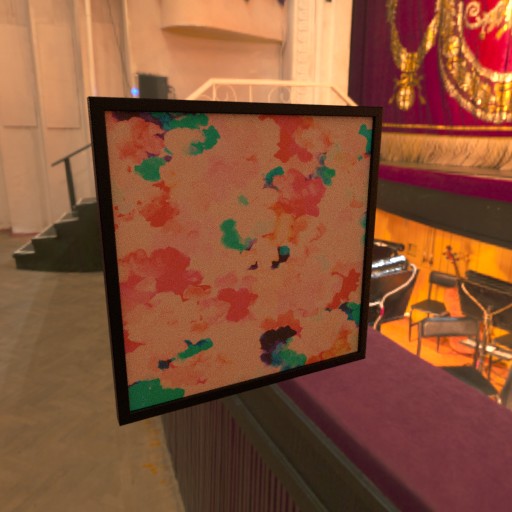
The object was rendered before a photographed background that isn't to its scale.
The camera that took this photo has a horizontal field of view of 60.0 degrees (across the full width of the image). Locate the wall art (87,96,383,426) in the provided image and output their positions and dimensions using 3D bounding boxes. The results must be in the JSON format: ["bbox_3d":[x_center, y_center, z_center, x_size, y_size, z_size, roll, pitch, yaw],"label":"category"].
[{"bbox_3d":[0.000,0.000,1.153,0.756,0.755,0.036,-7,17,-26],"label":"wall art"}]
